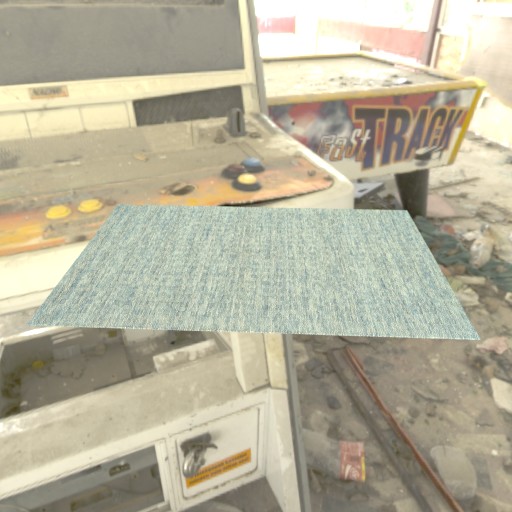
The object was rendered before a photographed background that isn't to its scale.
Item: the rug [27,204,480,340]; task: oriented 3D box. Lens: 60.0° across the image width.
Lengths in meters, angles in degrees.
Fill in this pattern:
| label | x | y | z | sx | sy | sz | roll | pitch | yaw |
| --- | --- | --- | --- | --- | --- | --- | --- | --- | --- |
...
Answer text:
| label | x | y | z | sx | sy | sz | roll | pitch | yaw |
| --- | --- | --- | --- | --- | --- | --- | --- | --- | --- |
| rug | 0.000 | 0.000 | 2.199 | 1.752 | 0.006 | 1.142 | 1 | 31 | 2 |
